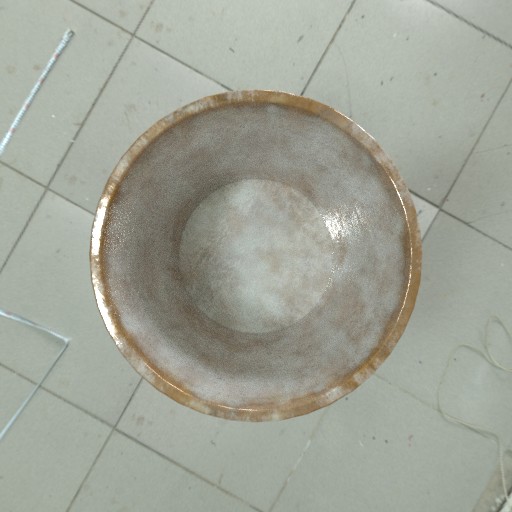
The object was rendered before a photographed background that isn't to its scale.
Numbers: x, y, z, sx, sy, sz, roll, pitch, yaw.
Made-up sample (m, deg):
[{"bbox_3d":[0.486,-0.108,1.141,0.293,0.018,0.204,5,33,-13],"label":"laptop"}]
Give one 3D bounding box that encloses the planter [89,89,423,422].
[{"bbox_3d":[0.000,0.000,0.448,0.255,0.223,0.255,0,90,0],"label":"planter"}]
